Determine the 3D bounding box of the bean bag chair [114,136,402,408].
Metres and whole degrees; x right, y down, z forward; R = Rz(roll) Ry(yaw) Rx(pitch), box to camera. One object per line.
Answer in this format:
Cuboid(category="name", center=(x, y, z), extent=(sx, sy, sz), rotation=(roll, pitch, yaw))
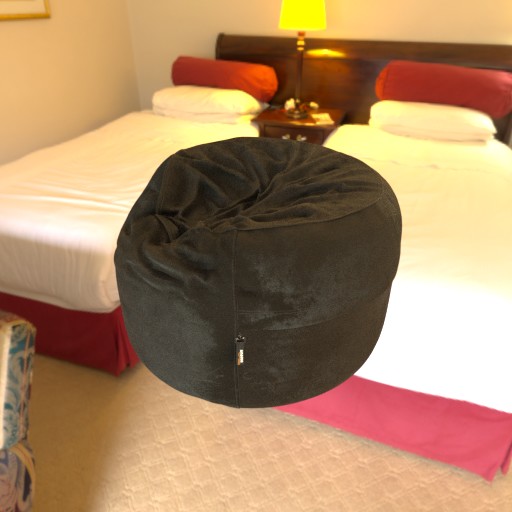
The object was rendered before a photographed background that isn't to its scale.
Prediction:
Cuboid(category="bean bag chair", center=(0.000, 0.000, 1.496), extent=(0.918, 0.605, 0.918), rotation=(0, 31, 0))
